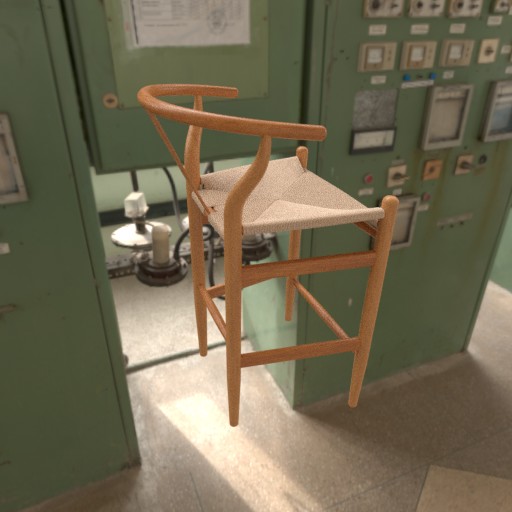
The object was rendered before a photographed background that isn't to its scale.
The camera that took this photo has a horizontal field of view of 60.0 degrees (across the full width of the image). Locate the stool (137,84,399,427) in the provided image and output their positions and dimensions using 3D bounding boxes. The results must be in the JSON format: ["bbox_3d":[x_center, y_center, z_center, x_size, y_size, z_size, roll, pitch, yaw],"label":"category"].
[{"bbox_3d":[0.000,0.000,1.344,0.579,0.970,0.569,-11,31,-19],"label":"stool"}]
